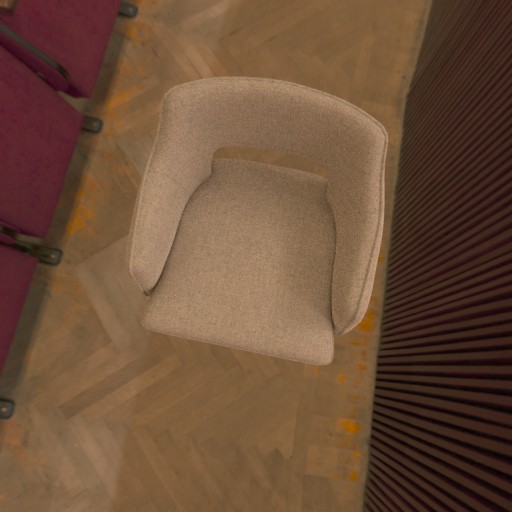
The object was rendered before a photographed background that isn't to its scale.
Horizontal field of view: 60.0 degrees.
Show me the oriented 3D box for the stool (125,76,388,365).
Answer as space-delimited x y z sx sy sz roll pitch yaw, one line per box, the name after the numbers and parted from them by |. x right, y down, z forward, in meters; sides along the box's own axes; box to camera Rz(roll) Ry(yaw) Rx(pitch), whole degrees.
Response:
0.000 0.000 1.317 0.599 0.944 0.558 11 76 3 | stool
